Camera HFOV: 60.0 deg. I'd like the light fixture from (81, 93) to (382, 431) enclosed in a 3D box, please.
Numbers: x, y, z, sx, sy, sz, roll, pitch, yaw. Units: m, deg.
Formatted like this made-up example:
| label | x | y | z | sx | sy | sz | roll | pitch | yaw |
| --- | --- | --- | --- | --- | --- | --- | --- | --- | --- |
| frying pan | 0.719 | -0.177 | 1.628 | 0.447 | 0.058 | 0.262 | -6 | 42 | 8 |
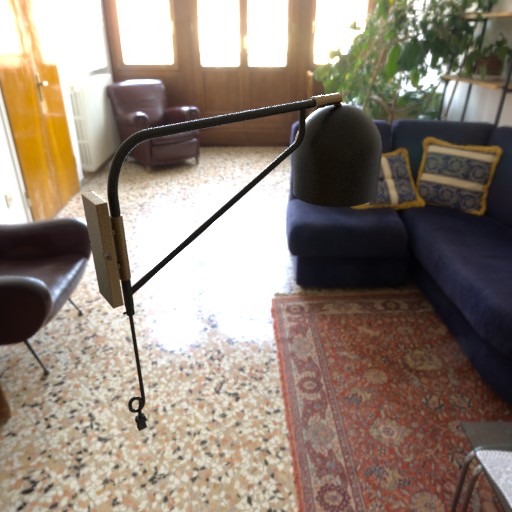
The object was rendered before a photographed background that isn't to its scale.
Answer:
| label | x | y | z | sx | sy | sz | roll | pitch | yaw |
| --- | --- | --- | --- | --- | --- | --- | --- | --- | --- |
| light fixture | 0.000 | 0.000 | 1.050 | 0.720 | 0.696 | 0.215 | -19 | 32 | -33 |
